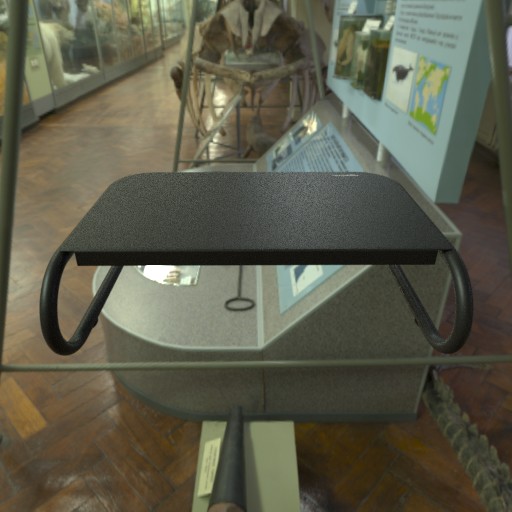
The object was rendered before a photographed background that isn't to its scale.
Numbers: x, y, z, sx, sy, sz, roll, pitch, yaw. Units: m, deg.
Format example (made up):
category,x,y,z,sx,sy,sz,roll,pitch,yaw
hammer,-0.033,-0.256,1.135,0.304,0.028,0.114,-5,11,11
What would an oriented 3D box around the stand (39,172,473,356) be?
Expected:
category,x,y,z,sx,sy,sz,roll,pitch,yaw
stand,0.000,0.000,0.500,0.370,0.108,0.280,0,29,0
